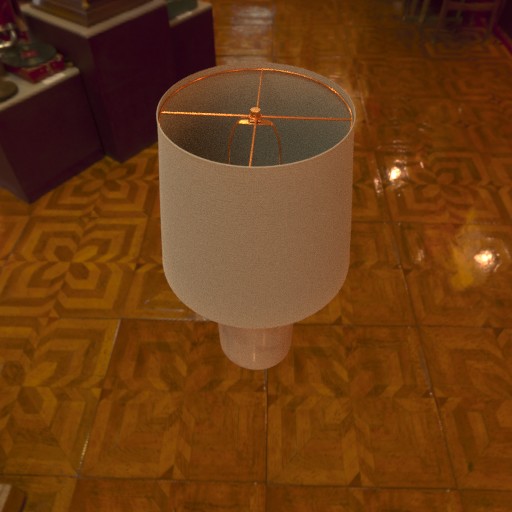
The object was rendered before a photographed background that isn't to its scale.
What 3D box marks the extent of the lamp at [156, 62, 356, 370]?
[{"bbox_3d":[0.000,0.000,0.462,0.189,0.340,0.189,0,48,0],"label":"lamp"}]
